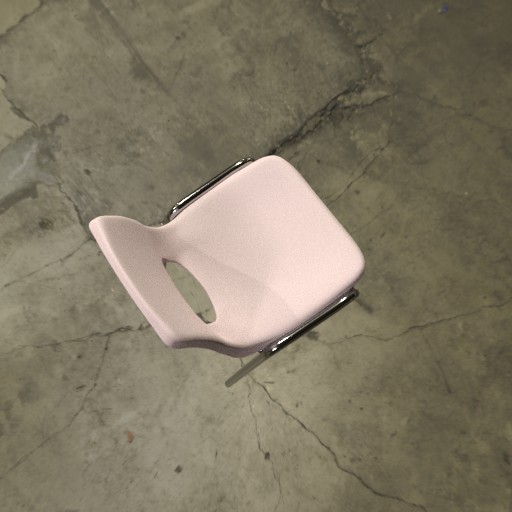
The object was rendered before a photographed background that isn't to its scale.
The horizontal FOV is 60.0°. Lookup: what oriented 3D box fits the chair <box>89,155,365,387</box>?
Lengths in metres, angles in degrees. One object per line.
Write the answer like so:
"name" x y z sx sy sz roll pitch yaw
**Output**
"chair" 0.000 0.000 0.918 0.436 0.653 0.381 -35 77 -9
